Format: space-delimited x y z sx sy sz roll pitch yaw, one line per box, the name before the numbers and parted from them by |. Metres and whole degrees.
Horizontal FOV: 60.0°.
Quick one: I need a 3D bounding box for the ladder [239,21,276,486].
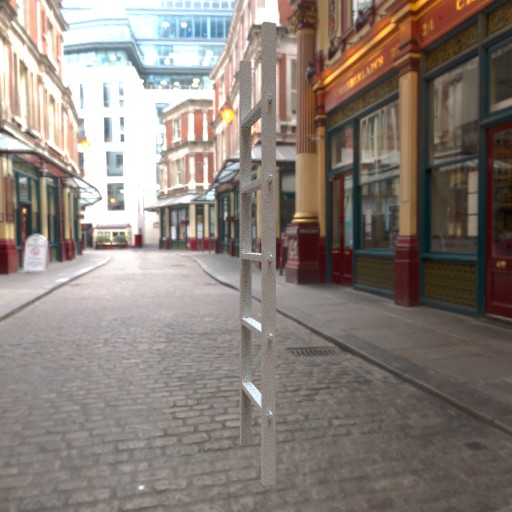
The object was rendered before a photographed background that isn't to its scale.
ladder | 0.000 0.000 1.911 0.051 1.797 0.452 0 2 -15
